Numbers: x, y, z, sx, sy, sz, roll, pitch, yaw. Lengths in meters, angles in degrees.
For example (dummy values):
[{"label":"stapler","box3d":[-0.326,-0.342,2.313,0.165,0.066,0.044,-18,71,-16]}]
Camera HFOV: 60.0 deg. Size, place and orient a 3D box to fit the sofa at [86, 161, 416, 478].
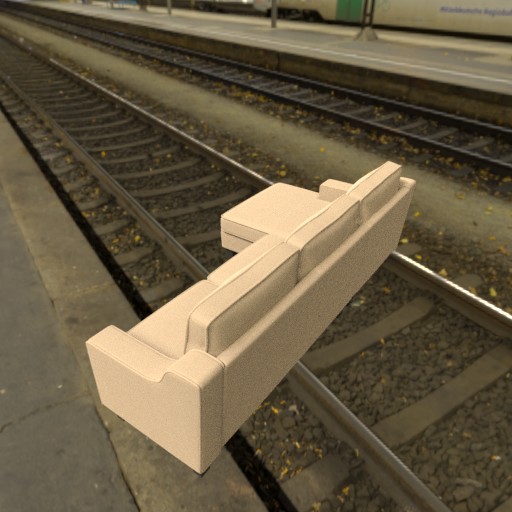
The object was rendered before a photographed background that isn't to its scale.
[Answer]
[{"label":"sofa","box3d":[0.000,0.000,3.048,1.294,0.928,2.561,20,37,29]}]
